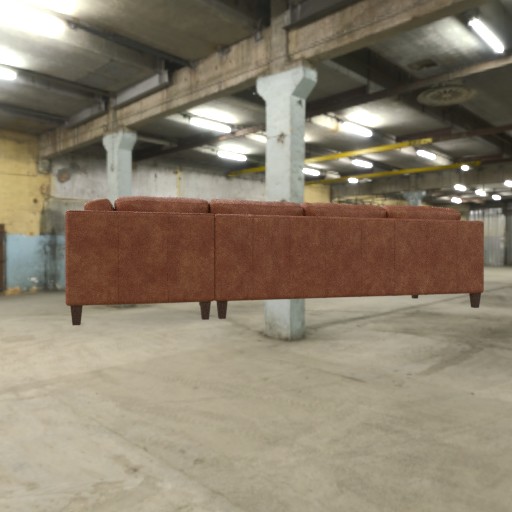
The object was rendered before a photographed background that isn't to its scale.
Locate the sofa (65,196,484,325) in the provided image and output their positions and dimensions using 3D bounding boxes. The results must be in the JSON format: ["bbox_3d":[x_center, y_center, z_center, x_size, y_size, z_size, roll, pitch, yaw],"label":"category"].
[{"bbox_3d":[0.000,0.000,4.284,3.167,0.838,2.438,0,0,-17],"label":"sofa"}]
